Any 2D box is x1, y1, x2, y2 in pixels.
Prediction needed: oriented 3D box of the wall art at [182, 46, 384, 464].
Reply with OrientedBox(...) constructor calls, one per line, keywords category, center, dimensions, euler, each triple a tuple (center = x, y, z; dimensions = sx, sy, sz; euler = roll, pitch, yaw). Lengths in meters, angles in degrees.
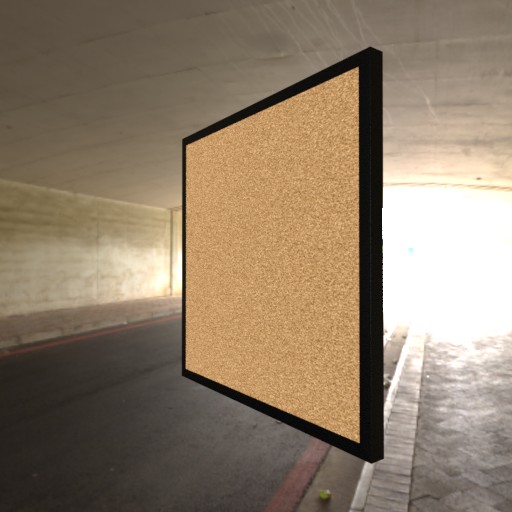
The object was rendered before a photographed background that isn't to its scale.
OrientedBox(category="wall art", center=(0.000, 0.000, 1.117), dimensions=(0.036, 0.755, 0.756), euler=(0, -1, -36))
